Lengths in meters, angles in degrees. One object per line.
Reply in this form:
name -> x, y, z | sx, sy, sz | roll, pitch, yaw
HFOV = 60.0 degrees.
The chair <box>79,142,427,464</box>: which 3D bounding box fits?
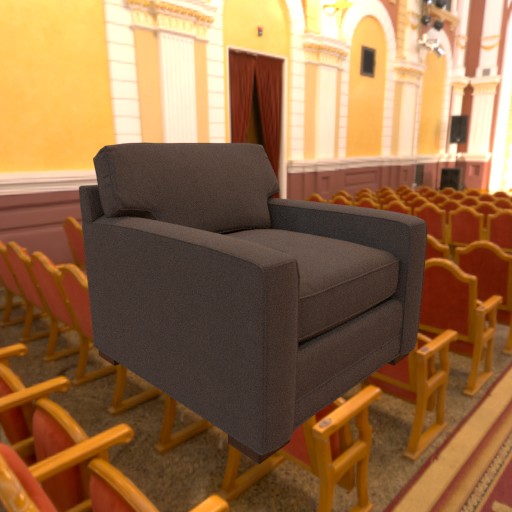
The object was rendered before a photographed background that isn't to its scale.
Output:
chair -> 0.000, 0.000, 1.840 | 1.043, 0.913, 0.997 | 13, 20, 42
